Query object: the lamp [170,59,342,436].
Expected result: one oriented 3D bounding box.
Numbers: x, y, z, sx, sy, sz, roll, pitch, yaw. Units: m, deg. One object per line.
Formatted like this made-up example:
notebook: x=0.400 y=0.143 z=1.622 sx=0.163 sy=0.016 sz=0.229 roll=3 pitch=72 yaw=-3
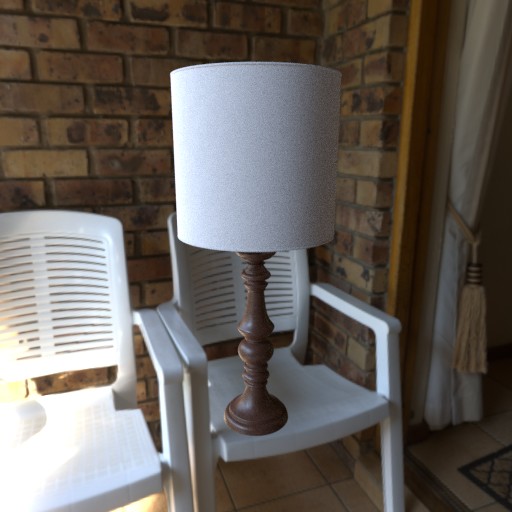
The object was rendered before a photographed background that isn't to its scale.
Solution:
lamp: x=0.000 y=0.000 z=0.728 sx=0.250 sy=0.597 sz=0.250 roll=-7 pitch=16 yaw=-25
